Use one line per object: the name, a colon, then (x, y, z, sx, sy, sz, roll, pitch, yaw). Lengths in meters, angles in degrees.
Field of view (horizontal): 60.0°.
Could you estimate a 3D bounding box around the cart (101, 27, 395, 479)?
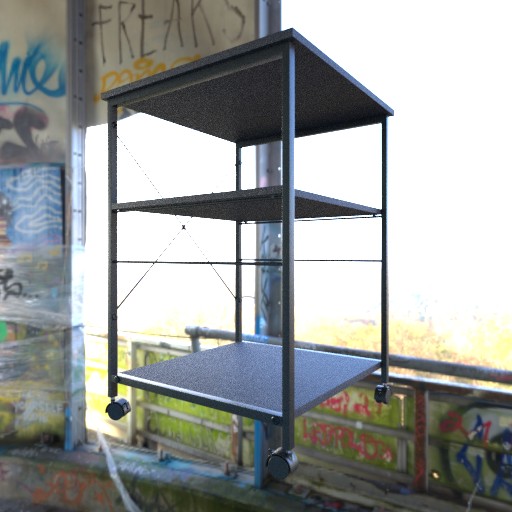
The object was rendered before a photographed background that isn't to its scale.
cart: (0.000, 0.000, 1.098, 0.520, 0.762, 0.521, 0, 0, 35)
